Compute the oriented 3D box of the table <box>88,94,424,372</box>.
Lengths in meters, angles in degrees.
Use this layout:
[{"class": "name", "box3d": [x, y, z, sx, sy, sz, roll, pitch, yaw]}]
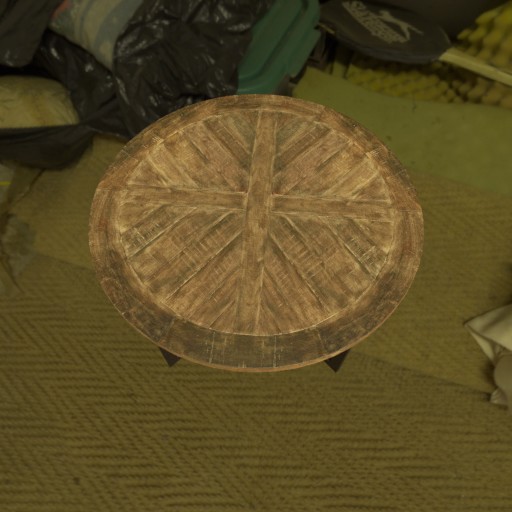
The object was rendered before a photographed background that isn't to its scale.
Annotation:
[{"class": "table", "box3d": [0.000, 0.000, 2.024, 1.264, 0.762, 1.264, 0, 59, 0]}]
